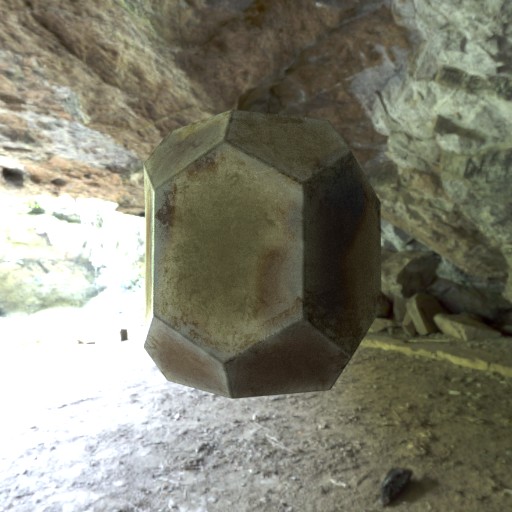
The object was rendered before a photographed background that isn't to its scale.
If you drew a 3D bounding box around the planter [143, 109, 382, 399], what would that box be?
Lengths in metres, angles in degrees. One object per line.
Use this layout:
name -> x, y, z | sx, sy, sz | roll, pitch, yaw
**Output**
planter -> 0.000, 0.000, 0.447 | 0.221, 0.238, 0.243 | 1, -2, -17
